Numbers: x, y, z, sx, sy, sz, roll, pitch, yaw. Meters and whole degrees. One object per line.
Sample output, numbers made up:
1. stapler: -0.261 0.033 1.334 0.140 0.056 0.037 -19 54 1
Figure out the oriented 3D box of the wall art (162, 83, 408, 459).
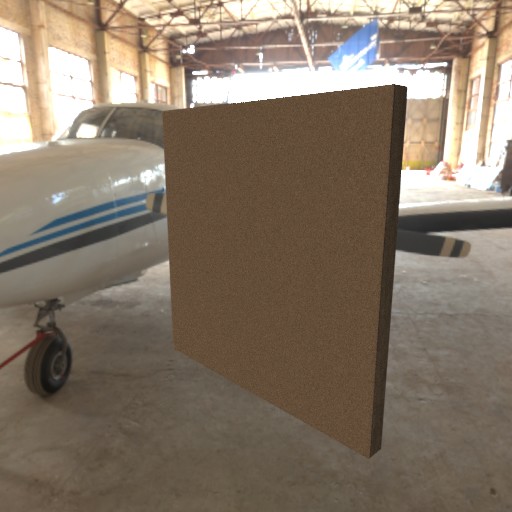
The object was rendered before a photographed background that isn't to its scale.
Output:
1. wall art: 0.000 0.000 1.135 0.050 0.751 0.749 -12 18 -42
